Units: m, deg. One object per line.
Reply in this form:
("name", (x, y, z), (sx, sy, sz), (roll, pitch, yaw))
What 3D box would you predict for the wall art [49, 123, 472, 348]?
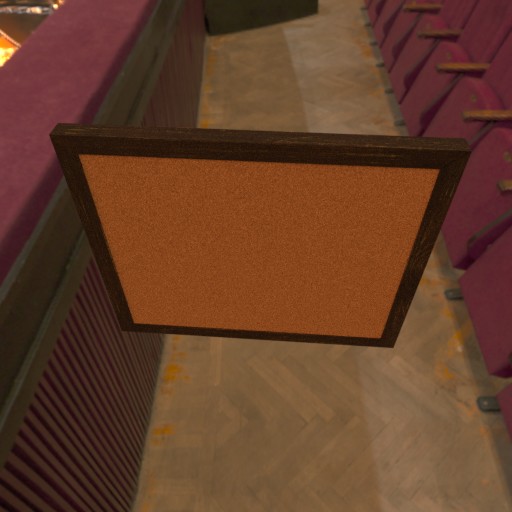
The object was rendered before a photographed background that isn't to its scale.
("wall art", (0.000, 0.000, 0.758), (0.558, 0.457, 0.032), (3, 45, 3))
